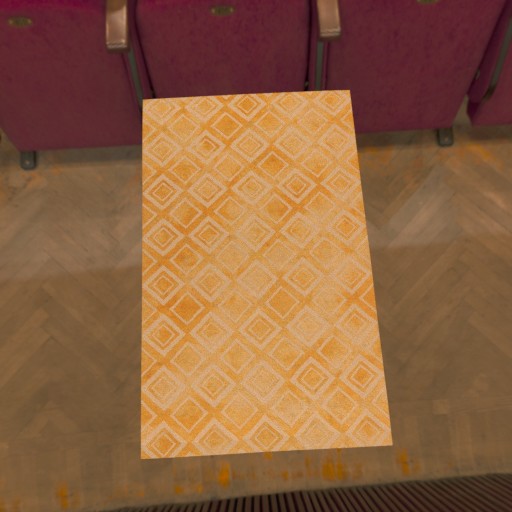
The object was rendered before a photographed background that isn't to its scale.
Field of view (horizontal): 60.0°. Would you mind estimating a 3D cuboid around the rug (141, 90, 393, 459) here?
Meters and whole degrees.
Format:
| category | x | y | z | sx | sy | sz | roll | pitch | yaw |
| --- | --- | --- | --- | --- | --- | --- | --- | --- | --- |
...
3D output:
| category | x | y | z | sx | sy | sz | roll | pitch | yaw |
| --- | --- | --- | --- | --- | --- | --- | --- | --- | --- |
| rug | 0.000 | 0.000 | 2.939 | 1.511 | 0.010 | 2.424 | -3 | 76 | -1 |
